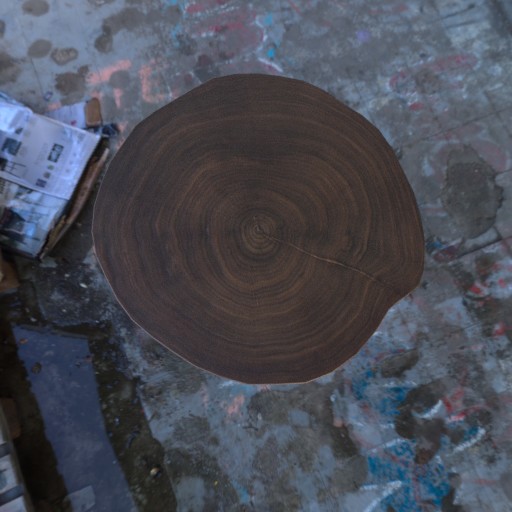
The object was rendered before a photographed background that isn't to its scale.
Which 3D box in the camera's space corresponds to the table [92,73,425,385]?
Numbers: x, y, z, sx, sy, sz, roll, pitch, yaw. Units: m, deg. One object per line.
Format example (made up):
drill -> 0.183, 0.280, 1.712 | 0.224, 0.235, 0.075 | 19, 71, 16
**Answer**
table -> 0.000, 0.000, 0.890 | 0.477, 0.476, 0.494 | -22, 77, -5
